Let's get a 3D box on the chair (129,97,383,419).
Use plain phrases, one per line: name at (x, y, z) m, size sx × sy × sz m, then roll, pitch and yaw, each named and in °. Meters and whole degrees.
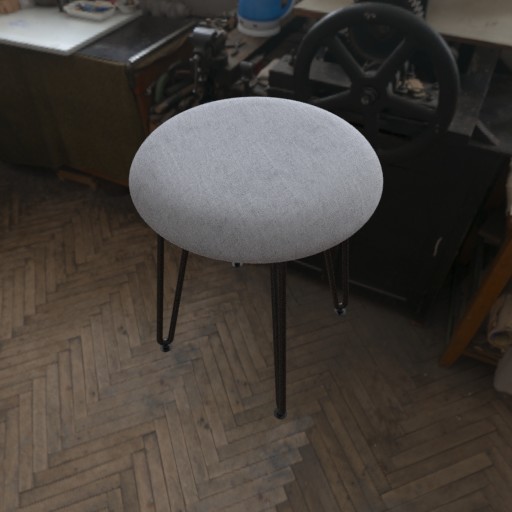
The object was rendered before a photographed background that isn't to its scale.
chair at (0.000, 0.000, 0.665) m, size 0.350 × 0.386 × 0.350 m, roll -10°, pitch 48°, yaw -9°
